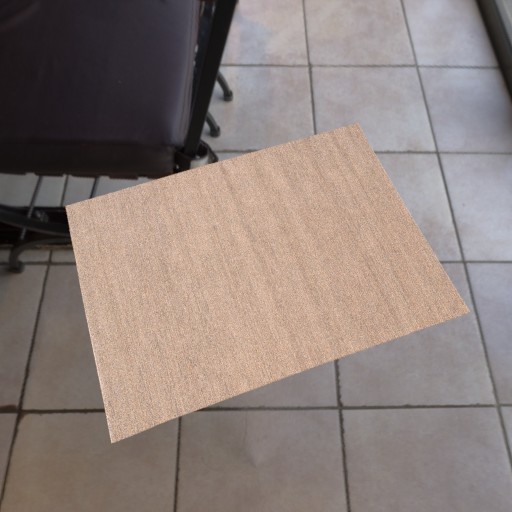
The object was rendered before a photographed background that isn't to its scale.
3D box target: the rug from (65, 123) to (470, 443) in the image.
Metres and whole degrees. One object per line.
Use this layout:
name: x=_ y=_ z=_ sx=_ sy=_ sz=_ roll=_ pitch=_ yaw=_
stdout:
rug: x=0.000 y=0.000 z=2.923 sx=2.264 sy=0.030 sz=1.624 roll=-18 pitch=66 yaw=-8
